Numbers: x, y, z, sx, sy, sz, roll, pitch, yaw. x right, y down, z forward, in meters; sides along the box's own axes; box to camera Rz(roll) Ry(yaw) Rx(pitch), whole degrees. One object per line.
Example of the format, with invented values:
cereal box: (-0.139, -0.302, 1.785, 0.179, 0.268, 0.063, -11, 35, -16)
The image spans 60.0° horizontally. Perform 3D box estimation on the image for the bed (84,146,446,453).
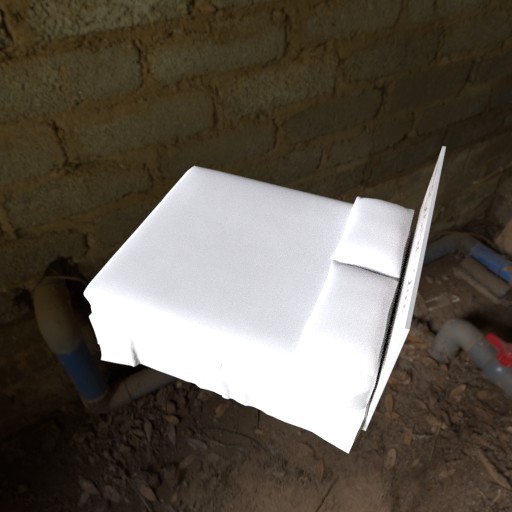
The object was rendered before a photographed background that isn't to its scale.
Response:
bed: (0.000, 0.000, 3.216, 2.094, 1.335, 1.745, 16, 48, 15)
